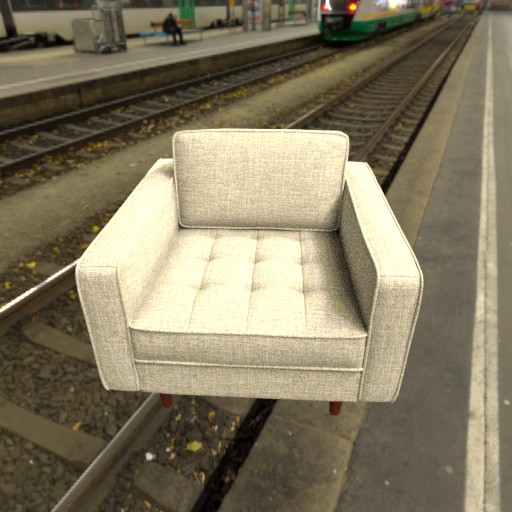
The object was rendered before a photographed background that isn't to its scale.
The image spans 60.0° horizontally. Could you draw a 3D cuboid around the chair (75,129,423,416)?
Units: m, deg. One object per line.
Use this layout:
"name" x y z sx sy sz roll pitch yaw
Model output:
"chair" 0.000 0.000 1.561 0.889 0.765 0.914 2 30 3
